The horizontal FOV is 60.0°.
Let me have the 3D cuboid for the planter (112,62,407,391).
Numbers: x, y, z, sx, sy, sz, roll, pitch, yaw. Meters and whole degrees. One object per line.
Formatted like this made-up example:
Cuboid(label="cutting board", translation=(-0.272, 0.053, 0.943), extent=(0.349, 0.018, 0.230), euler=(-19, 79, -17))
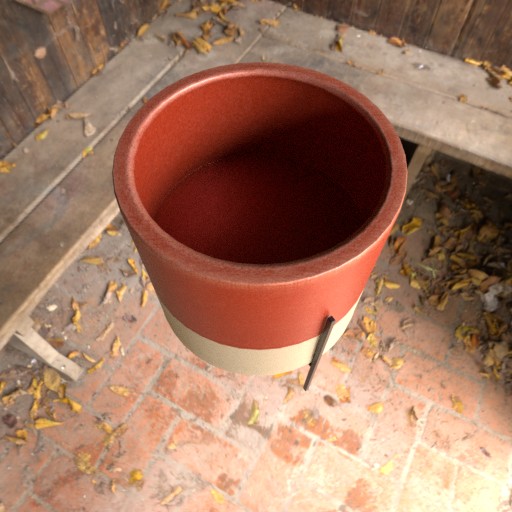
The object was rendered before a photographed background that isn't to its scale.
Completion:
Cuboid(label="planter", translation=(0.000, 0.000, 0.715), extent=(0.354, 0.465, 0.345), euler=(0, 59, 0))
